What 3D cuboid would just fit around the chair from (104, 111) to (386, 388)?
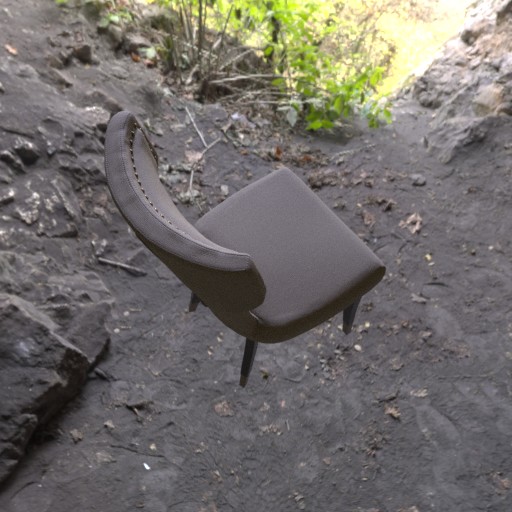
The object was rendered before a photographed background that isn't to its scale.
[{"bbox_3d":[0.000,0.000,1.331,0.630,0.955,0.526,-31,64,-17],"label":"chair"}]
